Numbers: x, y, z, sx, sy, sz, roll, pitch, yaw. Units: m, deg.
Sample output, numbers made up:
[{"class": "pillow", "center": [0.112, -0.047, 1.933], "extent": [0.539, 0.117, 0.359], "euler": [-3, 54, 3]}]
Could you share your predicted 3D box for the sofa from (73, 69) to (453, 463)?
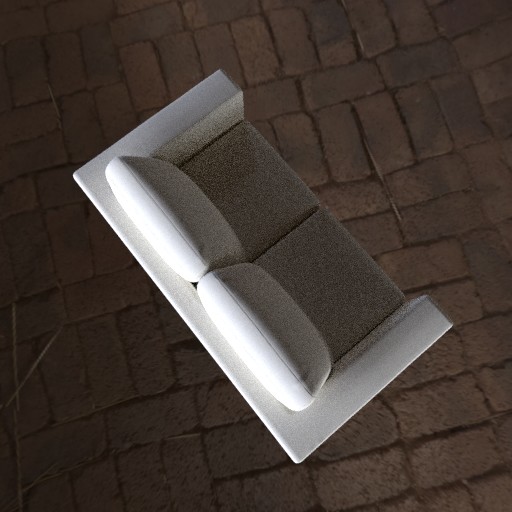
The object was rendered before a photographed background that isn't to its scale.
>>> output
[{"class": "sofa", "center": [0.000, 0.000, 2.393], "extent": [1.009, 0.932, 1.813], "euler": [-39, 80, -8]}]
